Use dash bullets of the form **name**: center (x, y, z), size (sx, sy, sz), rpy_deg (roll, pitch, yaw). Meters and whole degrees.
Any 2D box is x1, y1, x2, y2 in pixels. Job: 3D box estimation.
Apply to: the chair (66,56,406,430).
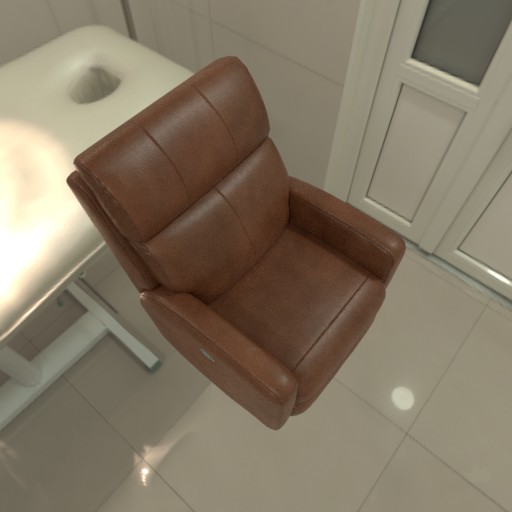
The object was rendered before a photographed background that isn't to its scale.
- **chair**: center (0.000, 0.000, 1.675), size (0.939, 1.016, 0.787), rpy_deg (35, 64, 20)
